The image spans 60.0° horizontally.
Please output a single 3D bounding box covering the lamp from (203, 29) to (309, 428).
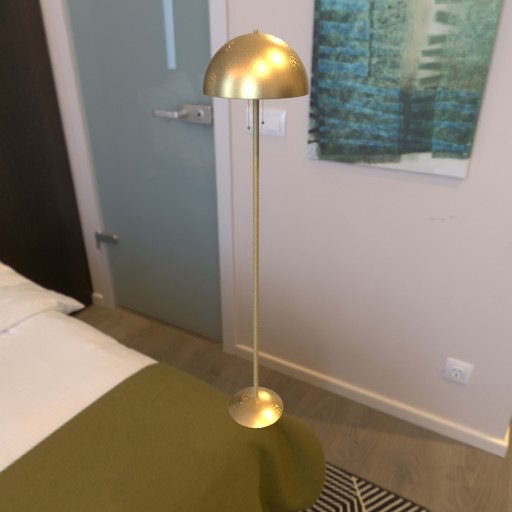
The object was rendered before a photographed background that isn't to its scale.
[{"bbox_3d":[0.000,0.000,1.627,0.328,1.480,0.328,0,26,0],"label":"lamp"}]
